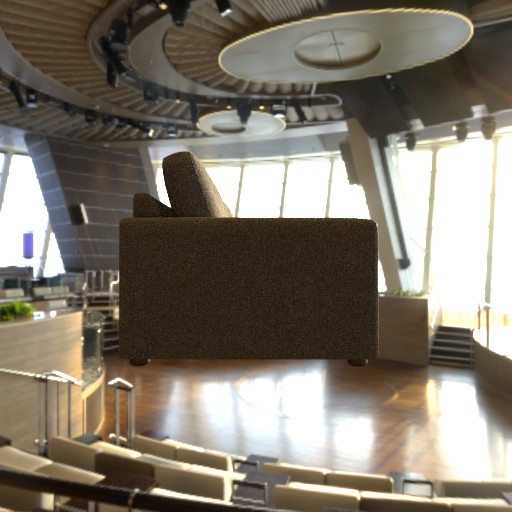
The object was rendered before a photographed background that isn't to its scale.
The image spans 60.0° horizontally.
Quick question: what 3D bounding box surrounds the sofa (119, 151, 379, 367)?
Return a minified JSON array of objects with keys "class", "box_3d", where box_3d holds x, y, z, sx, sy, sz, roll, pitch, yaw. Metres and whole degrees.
[{"class":"sofa","box_3d":[0.000,0.000,2.741,1.016,0.873,2.179,0,0,0]}]
